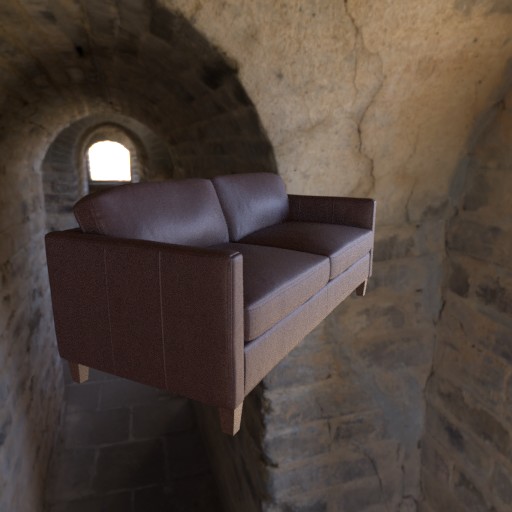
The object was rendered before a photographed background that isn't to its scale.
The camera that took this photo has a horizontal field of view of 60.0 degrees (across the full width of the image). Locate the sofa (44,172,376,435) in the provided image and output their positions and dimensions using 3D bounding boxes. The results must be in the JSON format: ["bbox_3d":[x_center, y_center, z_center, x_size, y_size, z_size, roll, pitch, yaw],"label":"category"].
[{"bbox_3d":[0.000,0.000,2.468,0.923,0.863,1.971,7,15,27],"label":"sofa"}]
